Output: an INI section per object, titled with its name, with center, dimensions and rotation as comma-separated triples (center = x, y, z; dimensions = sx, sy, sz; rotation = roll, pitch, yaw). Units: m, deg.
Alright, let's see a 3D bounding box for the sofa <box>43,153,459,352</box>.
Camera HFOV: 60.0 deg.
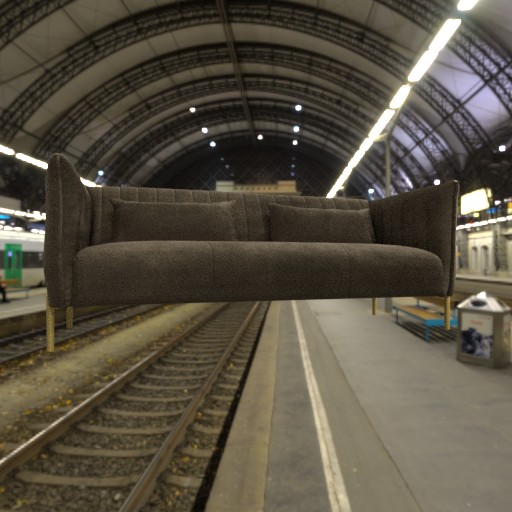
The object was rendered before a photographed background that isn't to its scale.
[sofa]
center = 0.000, 0.000, 2.365
dimensions = 1.980, 0.780, 0.876
rotation = 0, -1, -18
